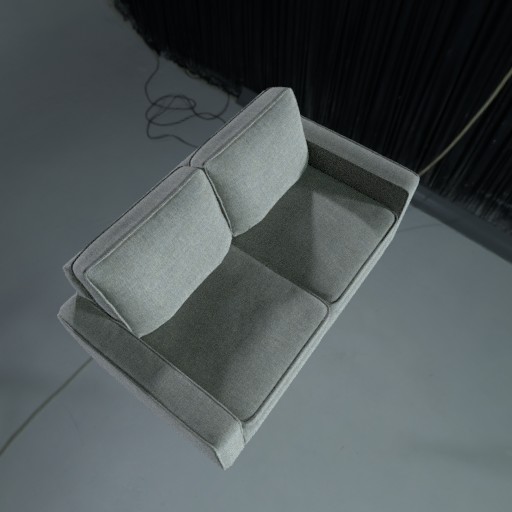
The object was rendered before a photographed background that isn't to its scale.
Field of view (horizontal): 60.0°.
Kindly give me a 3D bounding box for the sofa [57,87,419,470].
[{"bbox_3d":[0.000,0.000,2.235,0.945,0.915,1.706,33,64,19],"label":"sofa"}]
